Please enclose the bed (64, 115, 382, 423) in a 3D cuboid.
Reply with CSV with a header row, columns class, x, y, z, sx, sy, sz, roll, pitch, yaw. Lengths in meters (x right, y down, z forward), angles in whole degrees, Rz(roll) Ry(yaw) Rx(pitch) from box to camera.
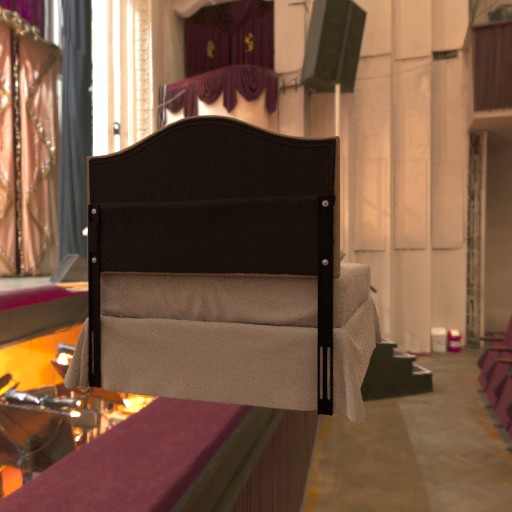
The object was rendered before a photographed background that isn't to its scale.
class,x,y,z,sx,sy,sz,roll,pitch,yaw
bed,0.000,0.000,3.517,1.876,1.645,2.221,0,1,19
